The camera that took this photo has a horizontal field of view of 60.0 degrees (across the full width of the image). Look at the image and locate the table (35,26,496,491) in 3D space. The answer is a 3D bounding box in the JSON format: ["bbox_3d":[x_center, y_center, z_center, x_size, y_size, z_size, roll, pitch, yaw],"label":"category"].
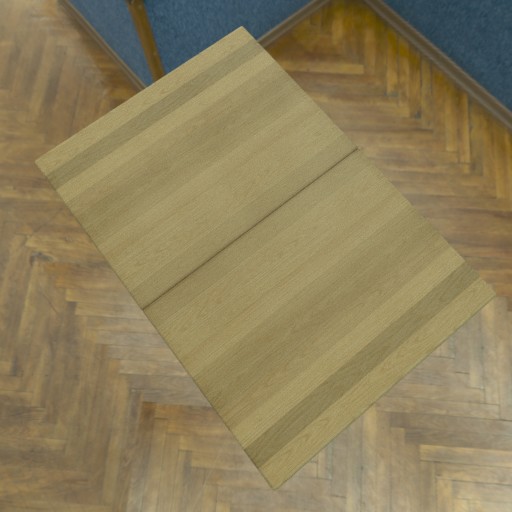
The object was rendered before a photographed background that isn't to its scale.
[{"bbox_3d":[0.000,0.000,1.811,0.900,0.770,1.300,-37,78,-9],"label":"table"}]
